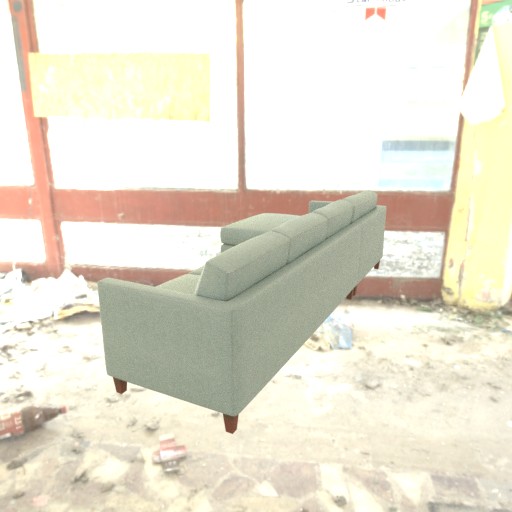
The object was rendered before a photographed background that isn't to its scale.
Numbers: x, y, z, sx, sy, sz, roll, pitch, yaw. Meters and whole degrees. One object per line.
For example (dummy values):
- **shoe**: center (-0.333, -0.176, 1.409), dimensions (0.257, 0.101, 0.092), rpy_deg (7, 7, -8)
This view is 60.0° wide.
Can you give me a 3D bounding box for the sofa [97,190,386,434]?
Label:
- **sofa**: center (0.000, 0.000, 4.039), dimensions (1.600, 0.953, 3.470), rpy_deg (8, 18, 27)
